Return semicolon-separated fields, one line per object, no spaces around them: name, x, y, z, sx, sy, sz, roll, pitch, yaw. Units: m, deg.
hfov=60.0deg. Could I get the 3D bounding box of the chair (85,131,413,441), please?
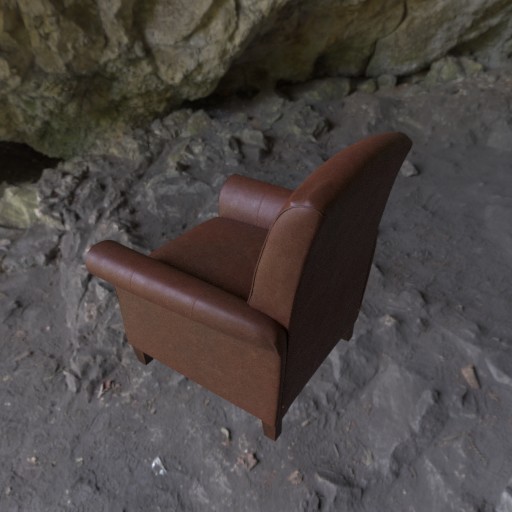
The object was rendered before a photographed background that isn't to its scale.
chair;0.000;0.000;1.807;0.902;1.061;0.978;20;37;29
